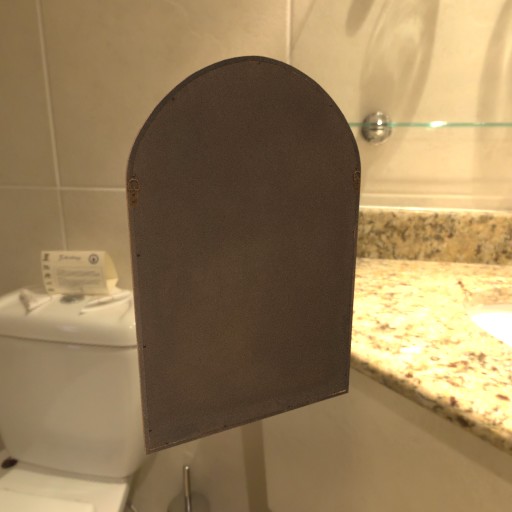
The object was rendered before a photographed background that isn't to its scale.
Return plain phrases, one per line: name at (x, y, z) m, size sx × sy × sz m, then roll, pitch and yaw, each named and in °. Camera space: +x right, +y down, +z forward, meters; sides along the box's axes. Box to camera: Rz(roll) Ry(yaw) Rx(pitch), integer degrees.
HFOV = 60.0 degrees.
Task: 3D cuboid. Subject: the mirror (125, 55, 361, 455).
mirror at (0.000, 0.000, 1.101) m, size 0.609 × 0.915 × 0.032 m, roll -7°, pitch 16°, yaw -26°
